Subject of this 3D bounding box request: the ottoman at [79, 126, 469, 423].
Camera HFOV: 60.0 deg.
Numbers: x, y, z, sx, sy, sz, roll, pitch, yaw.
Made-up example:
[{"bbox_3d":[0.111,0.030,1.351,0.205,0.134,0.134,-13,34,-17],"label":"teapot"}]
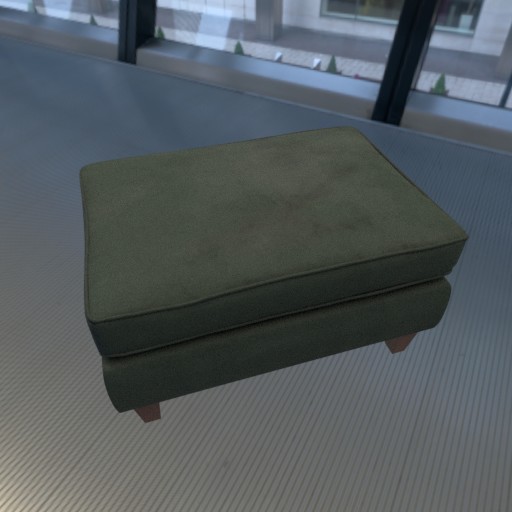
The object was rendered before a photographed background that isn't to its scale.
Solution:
[{"bbox_3d":[0.000,0.000,1.253,0.864,0.495,0.632,-12,43,-13],"label":"ottoman"}]
